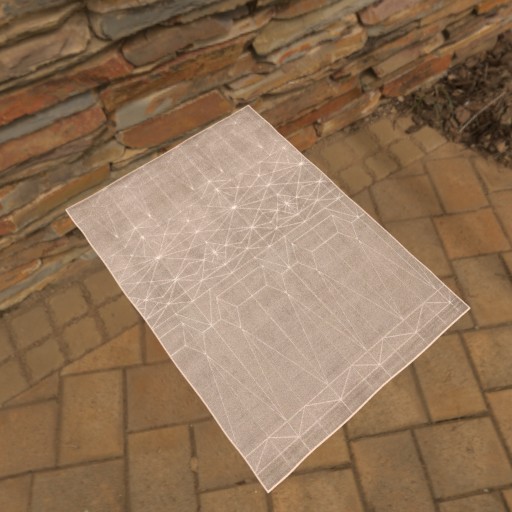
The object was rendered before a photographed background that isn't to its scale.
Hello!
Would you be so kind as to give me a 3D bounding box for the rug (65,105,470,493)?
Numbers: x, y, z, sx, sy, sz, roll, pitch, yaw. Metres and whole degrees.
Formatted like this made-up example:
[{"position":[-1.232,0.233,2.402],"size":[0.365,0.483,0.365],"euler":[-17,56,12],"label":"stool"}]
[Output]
[{"position":[0.000,0.000,4.382],"size":[2.449,0.019,3.357],"euler":[-35,67,-17],"label":"rug"}]
